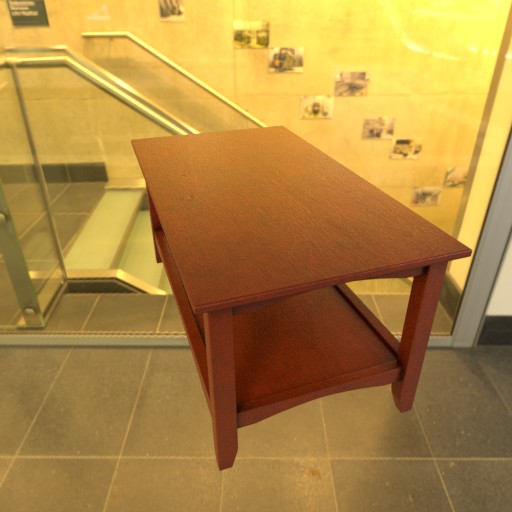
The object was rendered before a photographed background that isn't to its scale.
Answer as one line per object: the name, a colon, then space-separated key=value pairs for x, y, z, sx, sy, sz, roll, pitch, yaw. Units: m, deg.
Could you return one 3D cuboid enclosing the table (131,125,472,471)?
table: x=0.000 y=0.000 z=1.253 sx=0.533 sy=0.456 sz=0.943 roll=-10 pitch=32 yaw=-16
